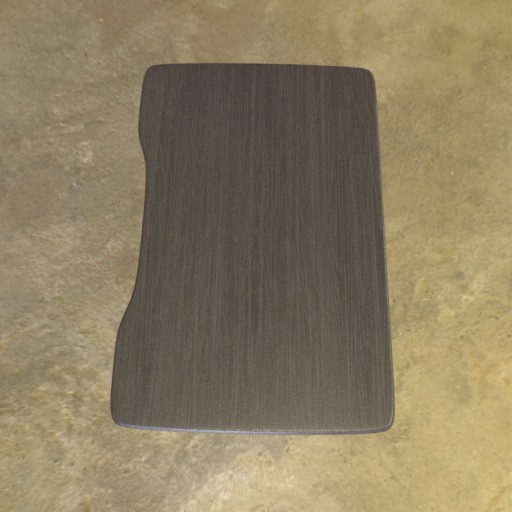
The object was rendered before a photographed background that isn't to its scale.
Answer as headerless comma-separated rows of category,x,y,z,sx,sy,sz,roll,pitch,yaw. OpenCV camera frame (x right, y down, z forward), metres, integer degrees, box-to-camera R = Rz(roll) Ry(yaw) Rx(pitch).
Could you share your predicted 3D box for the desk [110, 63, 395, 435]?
desk,0.000,0.000,1.159,0.546,0.470,0.820,1,75,0
